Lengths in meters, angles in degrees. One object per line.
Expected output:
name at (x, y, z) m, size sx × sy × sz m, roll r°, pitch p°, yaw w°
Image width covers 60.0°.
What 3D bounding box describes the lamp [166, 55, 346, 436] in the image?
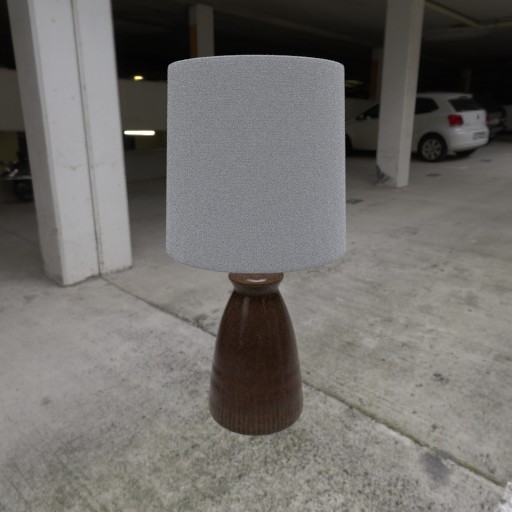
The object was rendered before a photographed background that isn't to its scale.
lamp at (0.000, 0.000, 0.471) m, size 0.186 × 0.369 × 0.186 m, roll 0°, pitch 16°, yaw 0°
